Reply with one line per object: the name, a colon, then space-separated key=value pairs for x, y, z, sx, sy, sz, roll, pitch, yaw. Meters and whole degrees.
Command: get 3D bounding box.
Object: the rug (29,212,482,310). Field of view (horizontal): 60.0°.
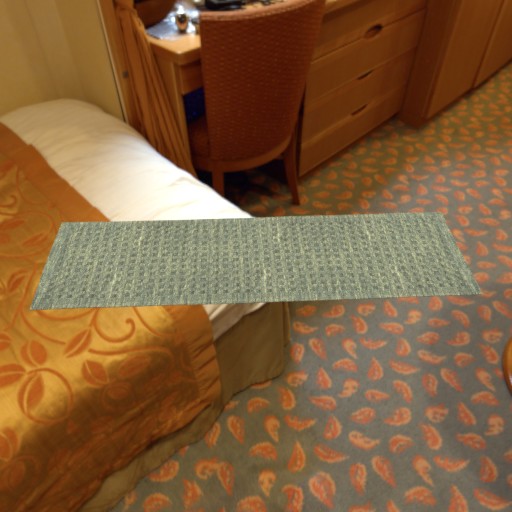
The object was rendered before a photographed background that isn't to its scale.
rug: x=0.000 y=0.000 z=2.614 sx=2.443 sy=0.008 sz=0.688 roll=-2 pitch=47 yaw=-2
